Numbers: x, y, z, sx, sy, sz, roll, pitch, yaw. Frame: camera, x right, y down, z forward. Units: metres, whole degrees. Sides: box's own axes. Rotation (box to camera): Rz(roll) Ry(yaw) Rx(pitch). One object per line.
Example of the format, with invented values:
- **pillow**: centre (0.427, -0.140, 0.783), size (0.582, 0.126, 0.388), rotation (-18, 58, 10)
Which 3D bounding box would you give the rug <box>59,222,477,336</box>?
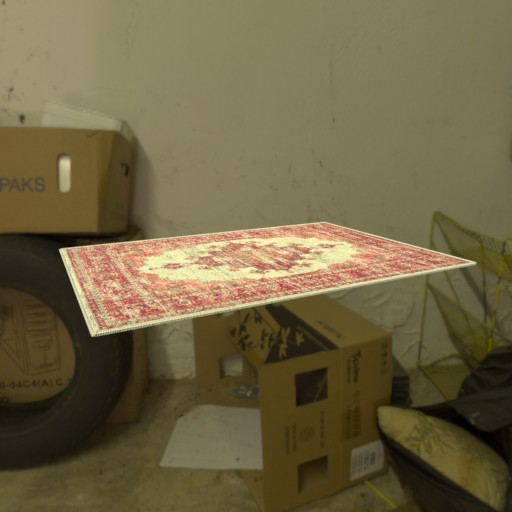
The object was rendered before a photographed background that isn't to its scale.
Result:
- **rug**: centre (0.000, 0.000, 2.244), size (1.747, 0.011, 1.217), rotation (-8, 16, -27)
